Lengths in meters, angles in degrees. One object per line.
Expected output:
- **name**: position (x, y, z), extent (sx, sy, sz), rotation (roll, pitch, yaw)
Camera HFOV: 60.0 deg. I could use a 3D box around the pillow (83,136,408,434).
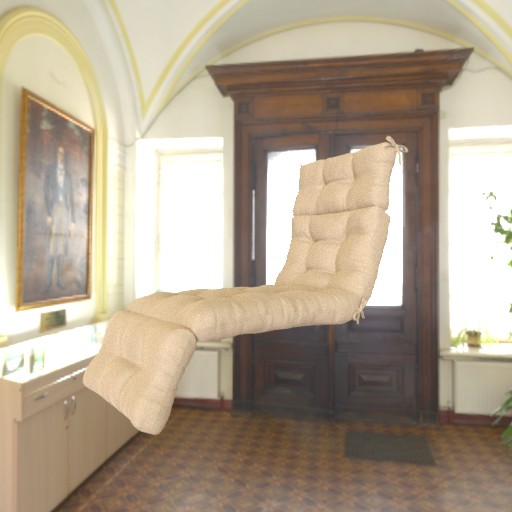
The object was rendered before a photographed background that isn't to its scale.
- **pillow**: position (0.000, 0.000, 1.505), extent (1.016, 0.863, 0.526), rotation (1, -1, -36)
